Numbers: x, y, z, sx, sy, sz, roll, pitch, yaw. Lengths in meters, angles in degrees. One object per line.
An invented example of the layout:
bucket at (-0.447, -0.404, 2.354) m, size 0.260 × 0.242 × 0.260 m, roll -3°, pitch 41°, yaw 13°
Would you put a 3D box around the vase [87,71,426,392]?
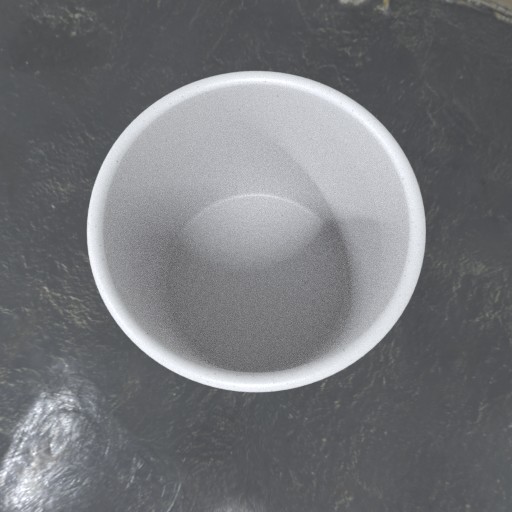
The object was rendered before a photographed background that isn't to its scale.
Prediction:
vase at (0.000, 0.000, 0.238) m, size 0.137 × 0.127 × 0.137 m, roll 0°, pitch 74°, yaw 0°
